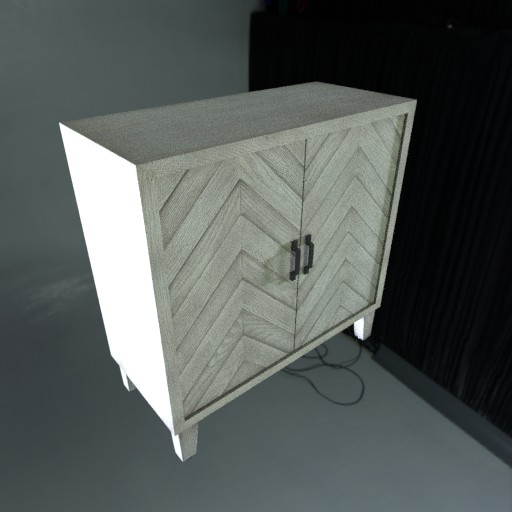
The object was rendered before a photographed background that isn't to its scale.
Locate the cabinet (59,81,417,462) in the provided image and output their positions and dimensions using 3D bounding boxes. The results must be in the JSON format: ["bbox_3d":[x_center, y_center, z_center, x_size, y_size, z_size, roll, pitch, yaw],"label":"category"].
[{"bbox_3d":[0.000,0.000,1.230,0.781,0.787,0.370,-23,38,-33],"label":"cabinet"}]
